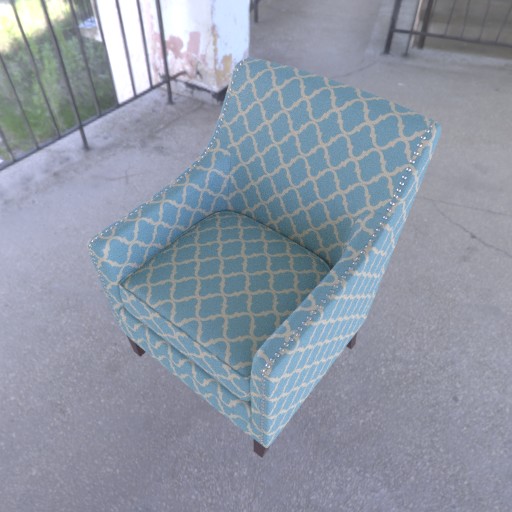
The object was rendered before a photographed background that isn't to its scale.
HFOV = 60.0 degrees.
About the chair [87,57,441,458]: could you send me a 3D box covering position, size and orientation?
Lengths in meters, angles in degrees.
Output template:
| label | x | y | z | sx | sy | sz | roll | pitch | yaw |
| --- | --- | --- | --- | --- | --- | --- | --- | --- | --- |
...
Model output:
| label | x | y | z | sx | sy | sz | roll | pitch | yaw |
| --- | --- | --- | --- | --- | --- | --- | --- | --- | --- |
| chair | 0.000 | 0.000 | 1.294 | 0.617 | 0.817 | 0.686 | 30 | 54 | 25 |
